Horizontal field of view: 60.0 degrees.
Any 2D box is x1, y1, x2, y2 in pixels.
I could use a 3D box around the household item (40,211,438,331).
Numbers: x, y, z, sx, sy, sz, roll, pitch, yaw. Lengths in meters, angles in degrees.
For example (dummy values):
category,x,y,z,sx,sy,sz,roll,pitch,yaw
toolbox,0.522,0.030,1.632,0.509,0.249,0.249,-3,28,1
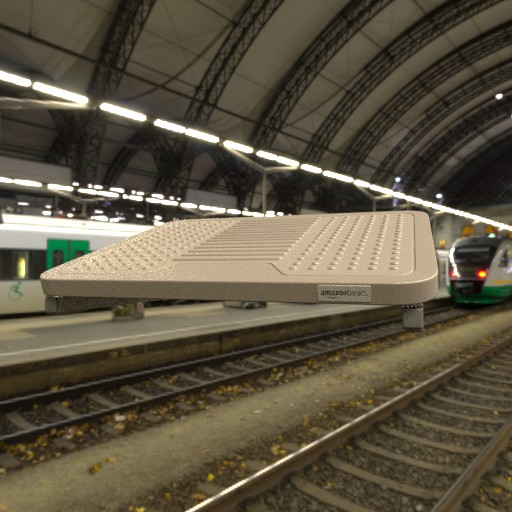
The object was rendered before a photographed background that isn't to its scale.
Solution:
category,x,y,z,sx,sy,sz,roll,pitch,yaw
household item,0.000,0.000,0.527,0.390,0.126,0.301,-1,-2,20
